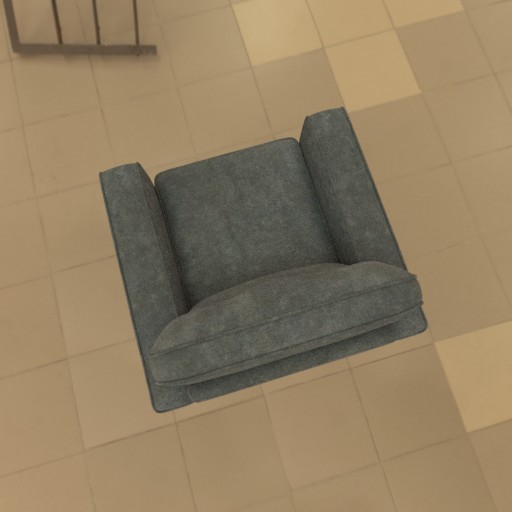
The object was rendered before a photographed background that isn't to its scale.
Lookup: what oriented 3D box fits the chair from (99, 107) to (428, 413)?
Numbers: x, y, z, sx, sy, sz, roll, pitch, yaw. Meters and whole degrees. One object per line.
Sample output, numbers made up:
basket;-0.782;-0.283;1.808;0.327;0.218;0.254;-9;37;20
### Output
chair;0.000;0.000;1.778;1.015;0.965;0.939;-16;77;-4
